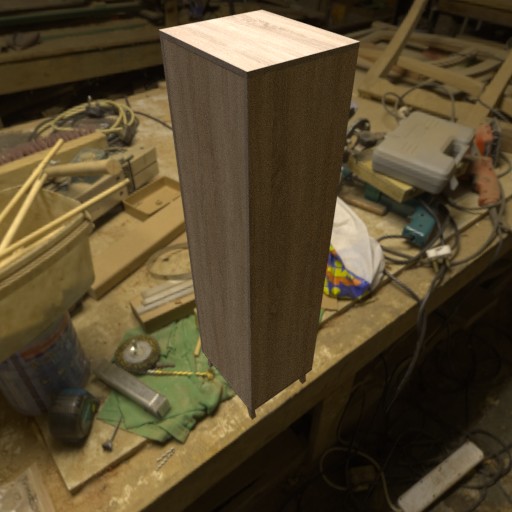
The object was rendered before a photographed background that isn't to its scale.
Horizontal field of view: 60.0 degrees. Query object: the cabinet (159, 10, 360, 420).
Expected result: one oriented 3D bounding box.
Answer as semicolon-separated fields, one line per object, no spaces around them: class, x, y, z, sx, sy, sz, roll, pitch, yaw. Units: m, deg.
cabinet;0.000;0.000;2.123;0.450;1.960;0.510;-27;48;-27
